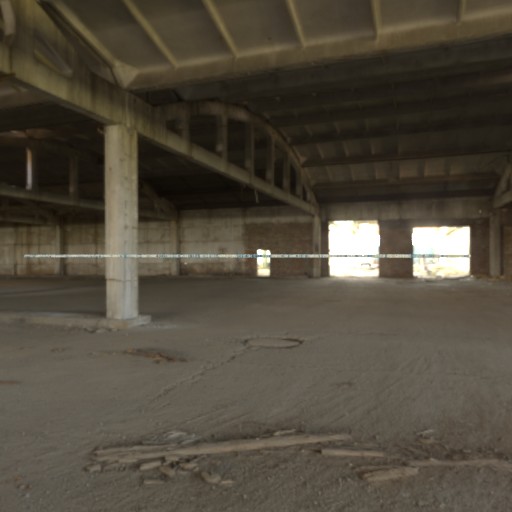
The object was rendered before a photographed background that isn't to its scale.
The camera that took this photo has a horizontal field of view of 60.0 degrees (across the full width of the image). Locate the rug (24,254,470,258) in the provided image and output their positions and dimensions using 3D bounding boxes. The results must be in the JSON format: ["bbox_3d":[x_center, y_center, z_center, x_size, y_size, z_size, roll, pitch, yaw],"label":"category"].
[{"bbox_3d":[0.000,0.000,2.991,2.439,0.015,1.524,0,0,19],"label":"rug"}]
